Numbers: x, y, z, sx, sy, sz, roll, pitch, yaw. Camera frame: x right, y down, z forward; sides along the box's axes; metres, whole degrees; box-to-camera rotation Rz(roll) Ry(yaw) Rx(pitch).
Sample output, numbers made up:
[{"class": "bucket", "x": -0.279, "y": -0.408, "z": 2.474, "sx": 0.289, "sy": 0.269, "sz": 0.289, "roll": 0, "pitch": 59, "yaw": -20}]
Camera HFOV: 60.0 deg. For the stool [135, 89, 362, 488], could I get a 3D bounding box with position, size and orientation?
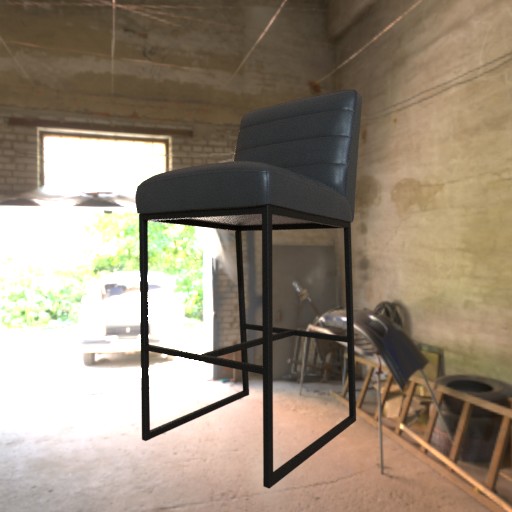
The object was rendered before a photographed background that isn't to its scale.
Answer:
[{"class": "stool", "x": 0.000, "y": 0.000, "z": 1.322, "sx": 0.457, "sy": 1.040, "sz": 0.552, "roll": 1, "pitch": 1, "yaw": 36}]
